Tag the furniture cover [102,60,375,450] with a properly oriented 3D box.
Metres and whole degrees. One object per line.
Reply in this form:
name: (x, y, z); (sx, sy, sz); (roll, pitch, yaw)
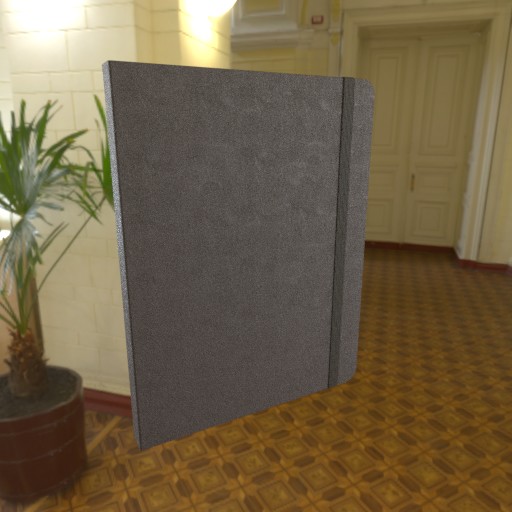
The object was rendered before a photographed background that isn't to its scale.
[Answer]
furniture cover: (0.000, 0.000, 0.364); (0.216, 0.281, 0.023); (-8, 18, -28)
